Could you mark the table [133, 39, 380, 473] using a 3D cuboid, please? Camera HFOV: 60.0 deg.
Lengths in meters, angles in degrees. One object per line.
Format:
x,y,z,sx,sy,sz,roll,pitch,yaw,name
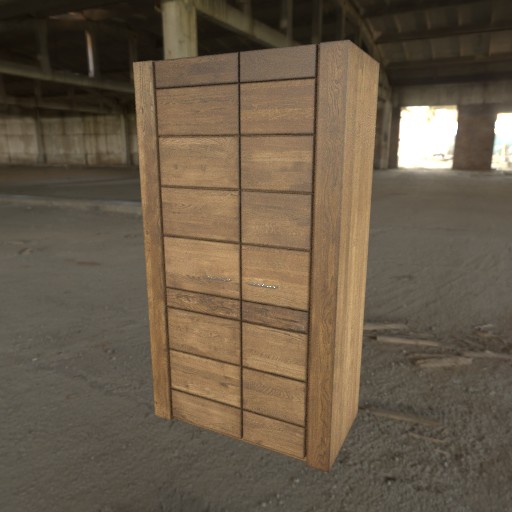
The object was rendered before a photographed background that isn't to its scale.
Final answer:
0.000,0.000,2.465,1.100,2.000,0.600,7,16,26,table
